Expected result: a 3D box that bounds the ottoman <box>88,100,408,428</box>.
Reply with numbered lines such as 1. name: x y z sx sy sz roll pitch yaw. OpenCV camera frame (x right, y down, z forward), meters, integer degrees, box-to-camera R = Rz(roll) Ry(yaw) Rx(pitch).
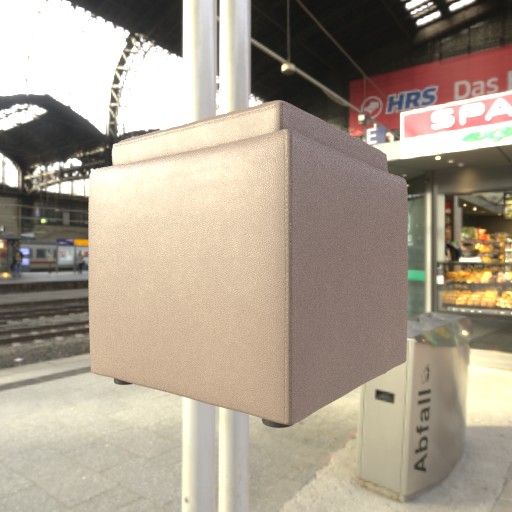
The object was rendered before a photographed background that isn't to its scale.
1. ottoman: 0.000 0.000 0.848 0.450 0.460 0.451 0 0 37
